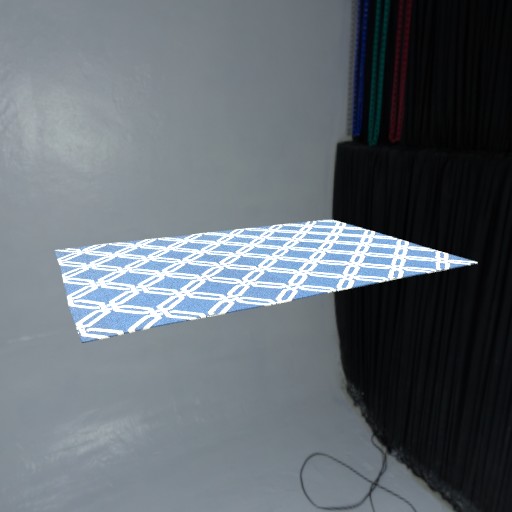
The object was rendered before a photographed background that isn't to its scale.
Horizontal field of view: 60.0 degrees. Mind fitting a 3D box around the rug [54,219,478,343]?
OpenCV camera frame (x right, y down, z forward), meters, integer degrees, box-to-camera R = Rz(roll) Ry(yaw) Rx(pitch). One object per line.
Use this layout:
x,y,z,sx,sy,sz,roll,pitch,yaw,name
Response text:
0.000,0.000,2.169,1.755,0.010,1.153,-8,18,-26,rug
